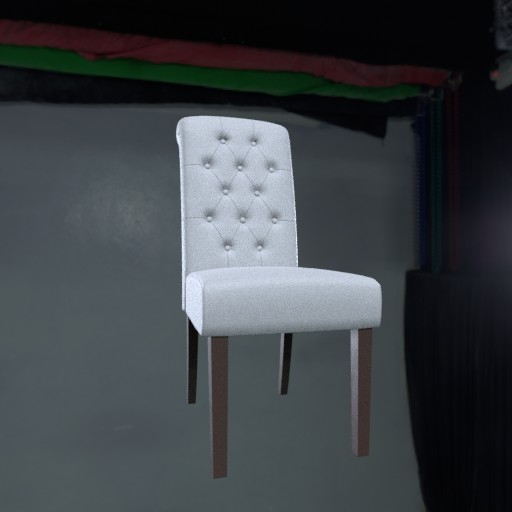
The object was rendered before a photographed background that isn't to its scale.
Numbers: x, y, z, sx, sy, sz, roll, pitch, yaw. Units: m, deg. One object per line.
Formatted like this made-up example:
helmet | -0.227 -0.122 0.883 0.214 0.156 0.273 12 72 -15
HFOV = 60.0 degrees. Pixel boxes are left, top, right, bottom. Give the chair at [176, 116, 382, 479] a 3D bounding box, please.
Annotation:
chair | 0.000 0.000 1.366 0.456 1.006 0.671 0 0 -17
